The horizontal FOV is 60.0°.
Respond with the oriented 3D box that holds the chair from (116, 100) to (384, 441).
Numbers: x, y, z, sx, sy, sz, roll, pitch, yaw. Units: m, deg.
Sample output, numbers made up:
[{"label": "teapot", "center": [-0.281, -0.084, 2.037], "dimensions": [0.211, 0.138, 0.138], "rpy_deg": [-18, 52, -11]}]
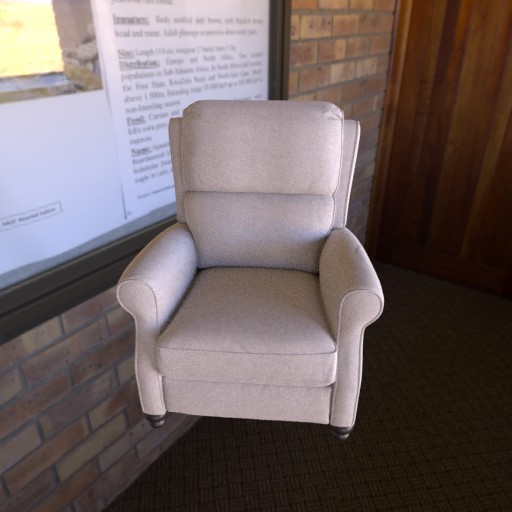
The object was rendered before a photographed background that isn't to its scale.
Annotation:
[{"label": "chair", "center": [0.000, 0.000, 1.730], "dimensions": [0.859, 1.046, 0.919], "rpy_deg": [2, 28, 4]}]
